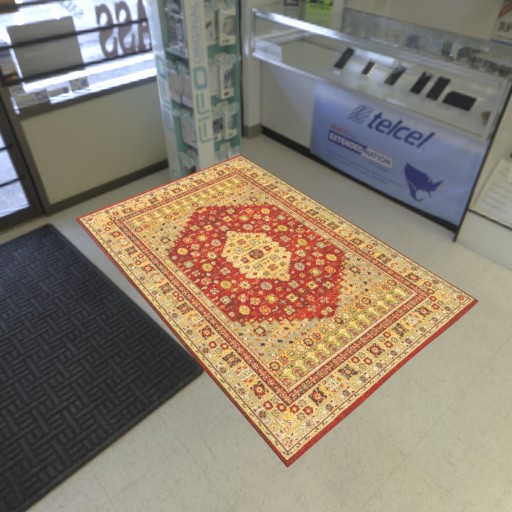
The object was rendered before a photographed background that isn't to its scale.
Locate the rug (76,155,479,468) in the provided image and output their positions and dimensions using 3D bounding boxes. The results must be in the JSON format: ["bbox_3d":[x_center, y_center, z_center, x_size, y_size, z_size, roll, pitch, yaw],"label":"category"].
[{"bbox_3d":[0.000,0.000,2.288,1.194,0.013,1.802,-28,48,-28],"label":"rug"}]
